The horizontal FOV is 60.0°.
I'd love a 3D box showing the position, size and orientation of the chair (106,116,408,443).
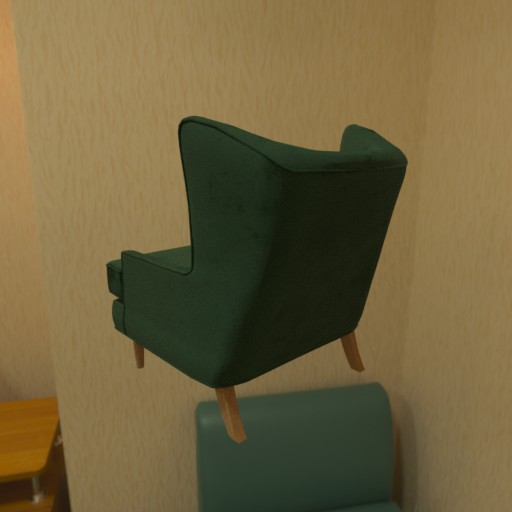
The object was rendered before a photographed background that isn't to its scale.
[{"bbox_3d":[0.000,0.000,1.646,0.793,0.952,0.910,-13,19,-41],"label":"chair"}]
